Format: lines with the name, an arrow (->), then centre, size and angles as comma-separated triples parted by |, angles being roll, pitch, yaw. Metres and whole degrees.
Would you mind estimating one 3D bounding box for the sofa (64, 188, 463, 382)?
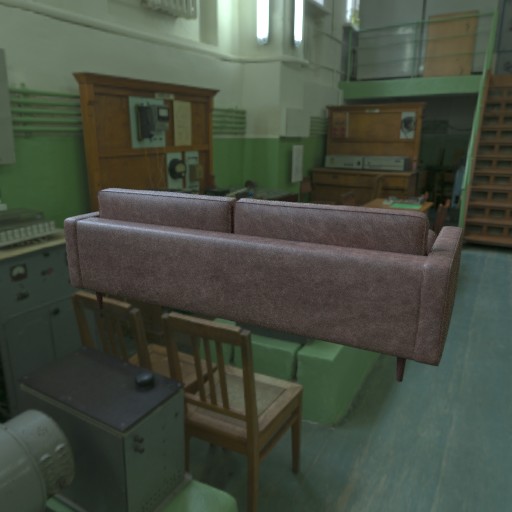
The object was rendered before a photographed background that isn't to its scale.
sofa -> 0.000, 0.000, 2.658 | 2.210, 0.762, 0.914 | 8, 18, 26
